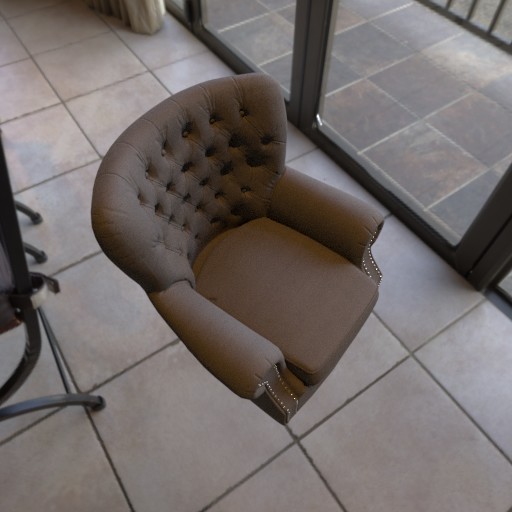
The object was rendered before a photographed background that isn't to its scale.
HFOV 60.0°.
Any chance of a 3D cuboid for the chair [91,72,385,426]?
[{"bbox_3d":[0.000,0.000,1.816,0.983,1.046,0.983,32,62,20],"label":"chair"}]
